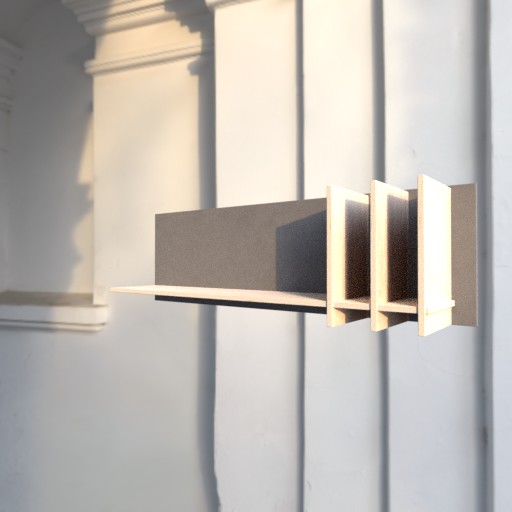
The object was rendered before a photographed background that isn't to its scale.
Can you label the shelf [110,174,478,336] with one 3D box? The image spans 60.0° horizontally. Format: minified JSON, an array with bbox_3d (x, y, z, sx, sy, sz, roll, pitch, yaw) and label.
[{"bbox_3d":[0.000,0.000,1.163,1.020,0.300,0.200,0,-1,37],"label":"shelf"}]
